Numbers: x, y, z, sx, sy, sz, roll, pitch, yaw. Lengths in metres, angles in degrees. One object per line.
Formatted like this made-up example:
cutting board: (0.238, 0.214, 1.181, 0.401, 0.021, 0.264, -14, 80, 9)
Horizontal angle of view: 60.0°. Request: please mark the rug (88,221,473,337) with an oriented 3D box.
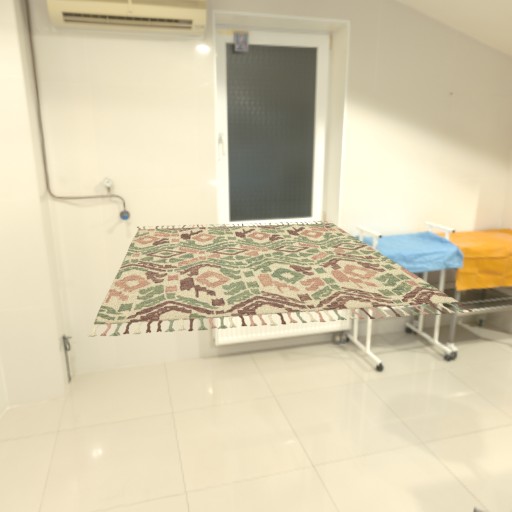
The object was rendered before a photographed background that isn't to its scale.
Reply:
rug: (0.000, 0.000, 4.093, 2.438, 0.010, 3.048, -2, 16, -8)
